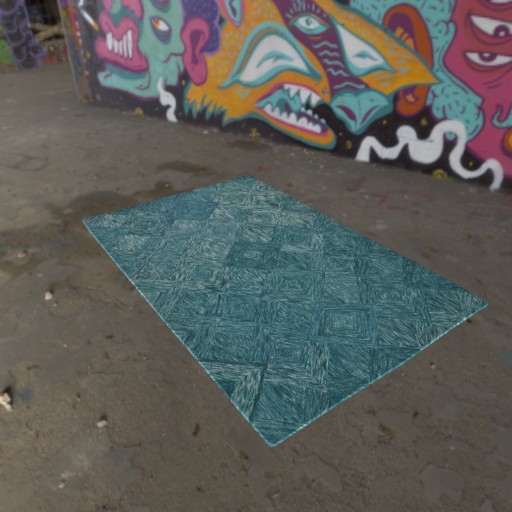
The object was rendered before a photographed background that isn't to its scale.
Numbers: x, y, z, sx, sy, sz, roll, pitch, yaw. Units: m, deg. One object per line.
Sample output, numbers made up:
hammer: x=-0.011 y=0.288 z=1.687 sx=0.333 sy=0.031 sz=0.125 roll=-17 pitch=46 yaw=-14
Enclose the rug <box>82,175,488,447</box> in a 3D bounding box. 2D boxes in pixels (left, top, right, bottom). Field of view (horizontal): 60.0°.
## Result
rug: x=0.000 y=0.000 z=2.127 sx=1.136 sy=0.017 sz=1.728 roll=-21 pitch=38 yaw=-30
